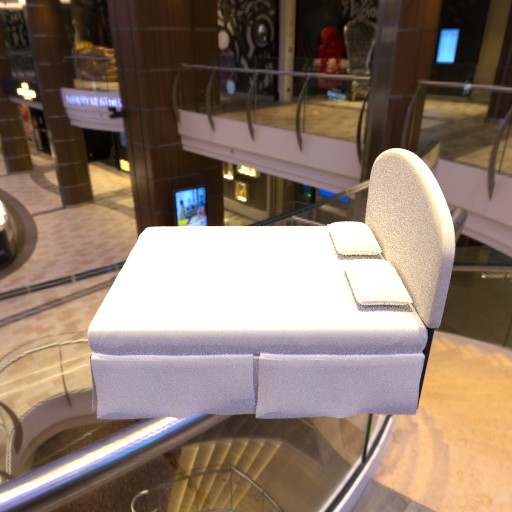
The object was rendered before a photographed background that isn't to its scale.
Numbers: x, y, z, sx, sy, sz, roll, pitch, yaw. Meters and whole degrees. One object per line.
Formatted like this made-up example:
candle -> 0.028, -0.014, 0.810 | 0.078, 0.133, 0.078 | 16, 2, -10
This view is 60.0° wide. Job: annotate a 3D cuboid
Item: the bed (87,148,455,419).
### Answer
bed -> 0.000, 0.000, 3.064 | 2.005, 1.410, 1.607 | 0, 26, 0
